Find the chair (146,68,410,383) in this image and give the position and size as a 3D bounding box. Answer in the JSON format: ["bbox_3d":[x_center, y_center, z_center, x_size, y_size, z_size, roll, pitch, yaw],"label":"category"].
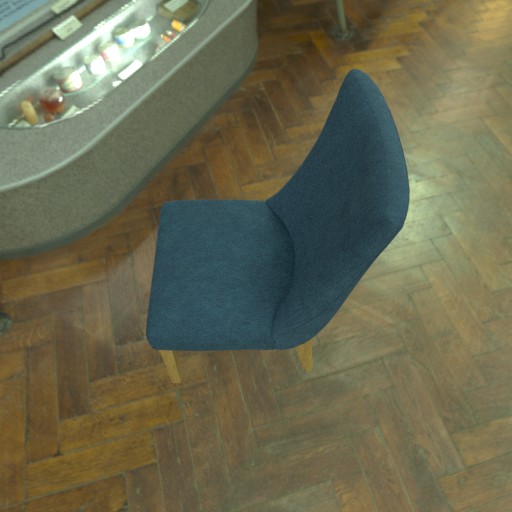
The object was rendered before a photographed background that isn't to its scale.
[{"bbox_3d":[0.000,0.000,1.283,0.609,0.902,0.495,-1,56,-1],"label":"chair"}]
